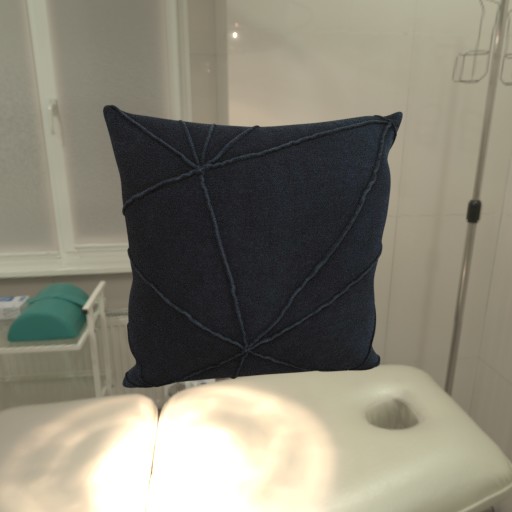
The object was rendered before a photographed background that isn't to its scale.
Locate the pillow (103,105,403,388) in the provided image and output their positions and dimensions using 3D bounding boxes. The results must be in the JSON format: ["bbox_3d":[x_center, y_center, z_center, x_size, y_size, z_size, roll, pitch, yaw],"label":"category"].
[{"bbox_3d":[0.000,0.000,0.685,0.439,0.440,0.183,-2,17,-7],"label":"pillow"}]
